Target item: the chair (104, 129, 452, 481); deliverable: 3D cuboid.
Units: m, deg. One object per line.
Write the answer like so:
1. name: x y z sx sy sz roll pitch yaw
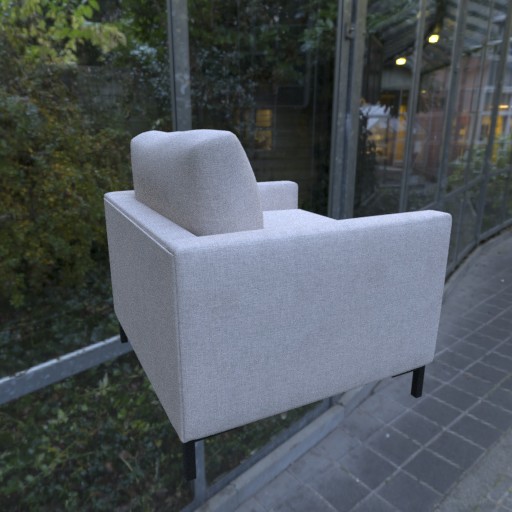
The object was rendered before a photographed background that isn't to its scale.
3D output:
1. chair: 0.000 0.000 1.565 0.866 0.861 0.963 -8 18 -26
